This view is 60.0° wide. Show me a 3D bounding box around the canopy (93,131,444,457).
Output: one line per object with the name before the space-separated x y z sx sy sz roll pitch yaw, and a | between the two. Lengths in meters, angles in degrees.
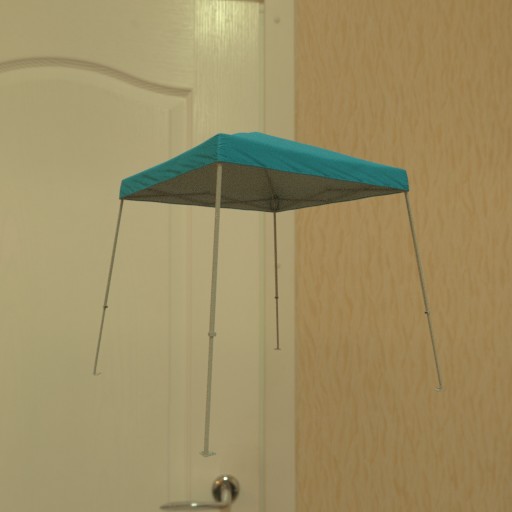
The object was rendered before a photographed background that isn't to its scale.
canopy | 0.000 0.000 6.388 3.599 3.600 3.600 1 -1 -35
